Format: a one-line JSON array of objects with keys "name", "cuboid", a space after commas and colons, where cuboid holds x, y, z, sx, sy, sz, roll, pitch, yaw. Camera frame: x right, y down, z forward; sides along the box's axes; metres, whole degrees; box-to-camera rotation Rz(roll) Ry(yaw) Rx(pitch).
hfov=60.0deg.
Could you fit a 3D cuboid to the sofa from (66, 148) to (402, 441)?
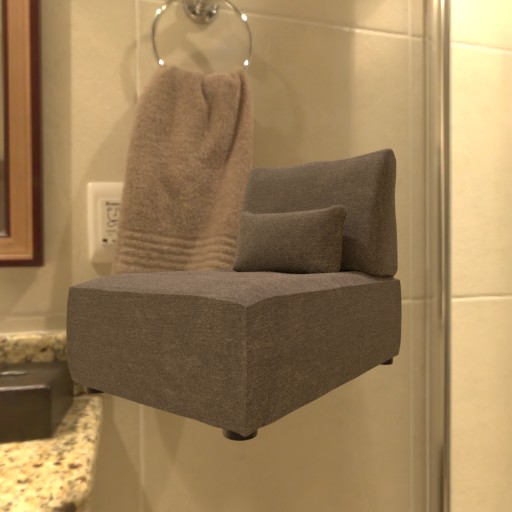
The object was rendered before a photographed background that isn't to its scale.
[{"name": "sofa", "cuboid": [0.000, 0.000, 1.542, 0.700, 0.820, 1.000, 0, 0, 37]}]
